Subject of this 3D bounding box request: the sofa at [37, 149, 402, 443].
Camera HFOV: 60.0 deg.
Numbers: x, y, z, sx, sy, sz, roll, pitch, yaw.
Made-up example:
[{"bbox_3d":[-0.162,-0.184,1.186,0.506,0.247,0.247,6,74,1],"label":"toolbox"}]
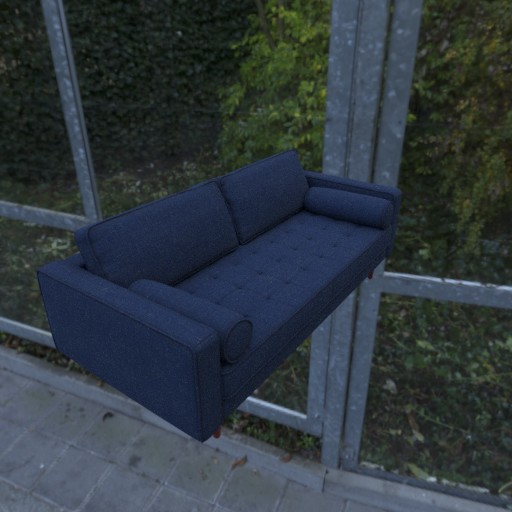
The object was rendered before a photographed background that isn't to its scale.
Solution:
[{"bbox_3d":[0.000,0.000,2.345,0.914,0.762,1.880,18,32,31],"label":"sofa"}]
